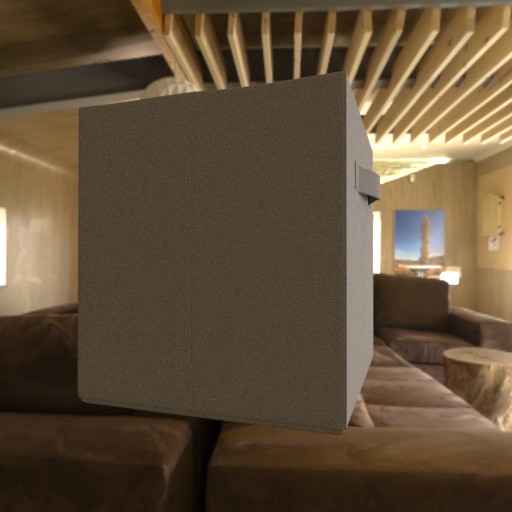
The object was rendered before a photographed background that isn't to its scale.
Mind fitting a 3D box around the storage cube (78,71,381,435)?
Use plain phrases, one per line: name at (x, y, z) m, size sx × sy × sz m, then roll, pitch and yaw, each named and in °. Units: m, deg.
storage cube at (0.000, 0.000, 0.499) m, size 0.270 × 0.280 × 0.270 m, roll 0°, pitch 0°, yaw 19°
